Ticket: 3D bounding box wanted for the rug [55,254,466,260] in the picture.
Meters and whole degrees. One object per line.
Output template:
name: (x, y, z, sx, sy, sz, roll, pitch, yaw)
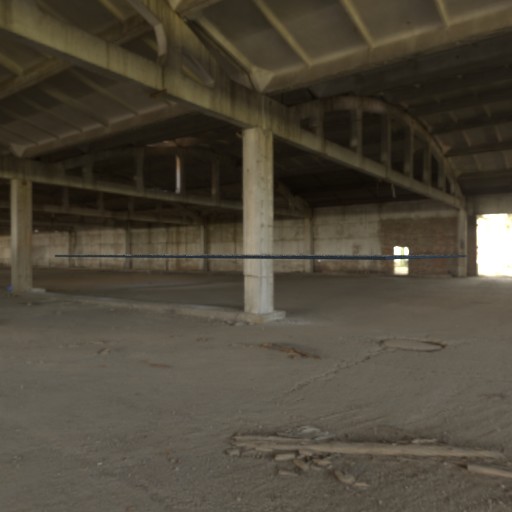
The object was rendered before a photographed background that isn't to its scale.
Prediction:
rug: (0.000, 0.000, 2.944, 2.290, 0.014, 1.526, 0, 0, 36)
